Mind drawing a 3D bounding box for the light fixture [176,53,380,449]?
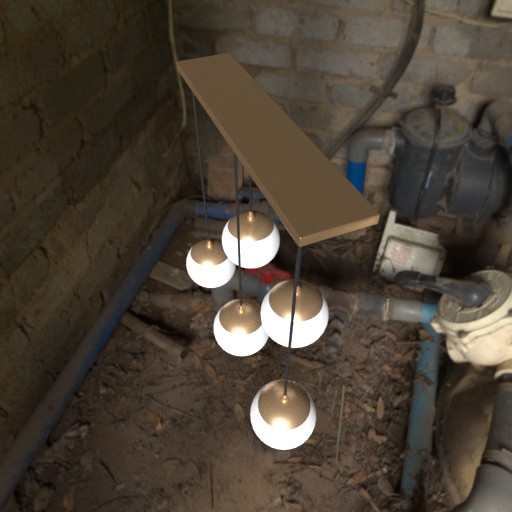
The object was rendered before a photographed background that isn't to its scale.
[{"bbox_3d":[0.000,0.000,1.307,0.299,0.869,0.863,-17,48,-16],"label":"light fixture"}]
